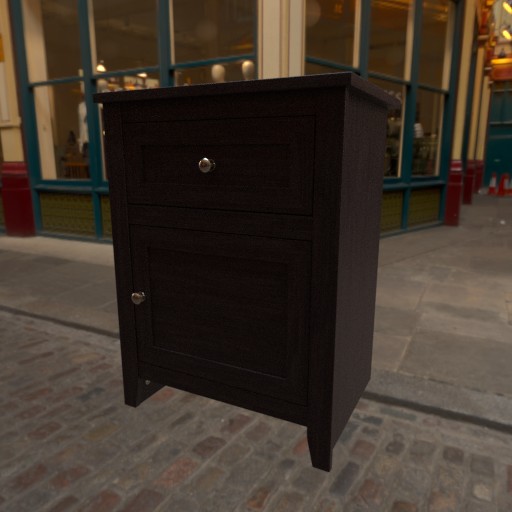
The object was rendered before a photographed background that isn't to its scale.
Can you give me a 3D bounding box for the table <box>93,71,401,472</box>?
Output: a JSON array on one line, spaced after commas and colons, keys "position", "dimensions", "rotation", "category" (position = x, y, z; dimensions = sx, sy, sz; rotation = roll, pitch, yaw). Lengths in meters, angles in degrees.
[{"position": [0.000, 0.000, 0.933], "dimensions": [0.480, 0.635, 0.381], "rotation": [7, 15, 26], "category": "table"}]
